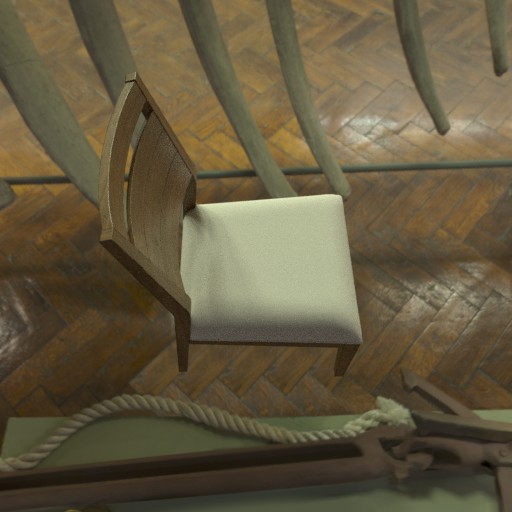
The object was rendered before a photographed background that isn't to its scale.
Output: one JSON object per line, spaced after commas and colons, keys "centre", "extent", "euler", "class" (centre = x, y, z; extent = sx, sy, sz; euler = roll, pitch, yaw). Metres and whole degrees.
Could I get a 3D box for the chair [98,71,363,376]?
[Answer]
{"centre": [0.000, 0.000, 1.281], "extent": [0.610, 0.939, 0.497], "euler": [-1, 62, -1], "class": "chair"}
